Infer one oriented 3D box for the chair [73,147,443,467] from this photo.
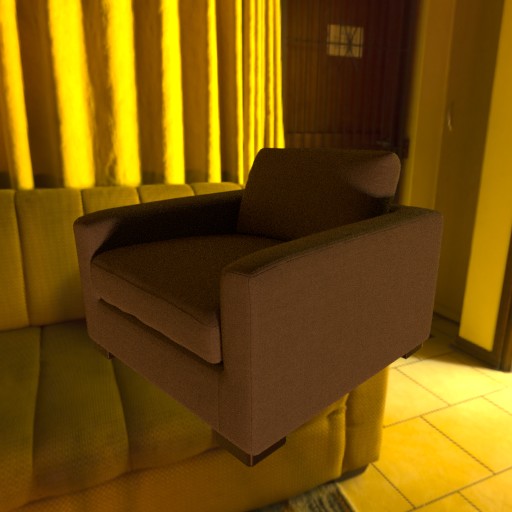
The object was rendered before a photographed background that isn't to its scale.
[{"bbox_3d":[0.000,0.000,1.835,1.100,0.847,1.070,-15,21,-42],"label":"chair"}]
